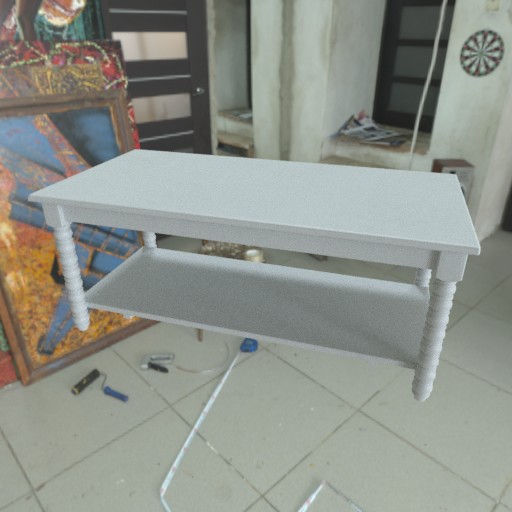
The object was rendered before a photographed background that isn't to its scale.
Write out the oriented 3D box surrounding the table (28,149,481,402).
[{"bbox_3d":[0.000,0.000,1.438,1.171,0.487,0.580,8,28,15],"label":"table"}]
